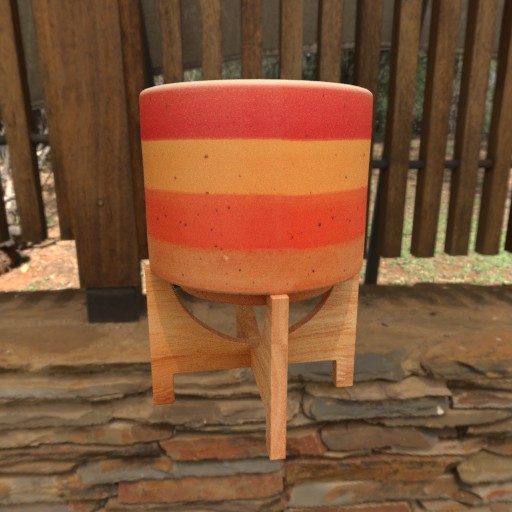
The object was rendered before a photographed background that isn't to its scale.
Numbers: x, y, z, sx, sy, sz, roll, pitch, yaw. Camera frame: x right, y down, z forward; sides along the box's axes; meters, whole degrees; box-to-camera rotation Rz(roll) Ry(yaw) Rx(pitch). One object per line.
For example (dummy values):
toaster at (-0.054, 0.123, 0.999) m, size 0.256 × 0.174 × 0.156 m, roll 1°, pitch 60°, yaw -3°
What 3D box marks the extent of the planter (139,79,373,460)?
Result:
planter at (0.000, 0.000, 0.550) m, size 0.269 × 0.379 × 0.269 m, roll 0°, pitch 14°, yaw 0°
